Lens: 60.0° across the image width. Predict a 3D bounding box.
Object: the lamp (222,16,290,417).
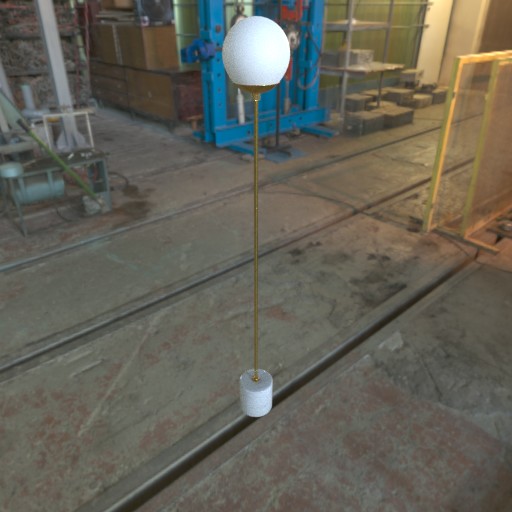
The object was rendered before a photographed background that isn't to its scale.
[{"bbox_3d":[0.000,0.000,1.841,0.224,1.753,0.224,1,30,2],"label":"lamp"}]
